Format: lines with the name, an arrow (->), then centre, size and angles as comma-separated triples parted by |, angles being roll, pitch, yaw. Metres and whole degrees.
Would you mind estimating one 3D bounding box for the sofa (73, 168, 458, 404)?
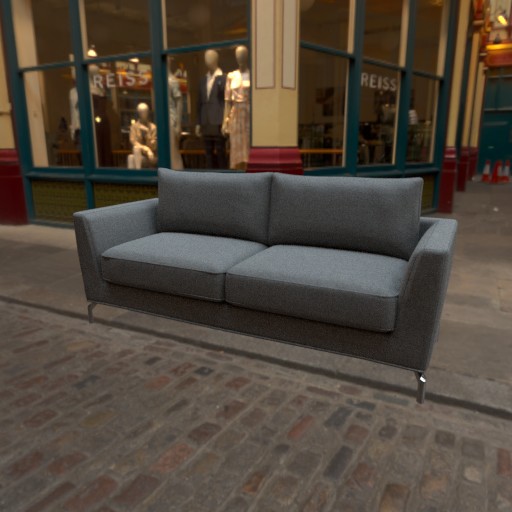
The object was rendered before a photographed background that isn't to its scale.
sofa -> 0.000, 0.000, 2.745 | 2.212, 1.002, 0.869 | 7, 16, 26
